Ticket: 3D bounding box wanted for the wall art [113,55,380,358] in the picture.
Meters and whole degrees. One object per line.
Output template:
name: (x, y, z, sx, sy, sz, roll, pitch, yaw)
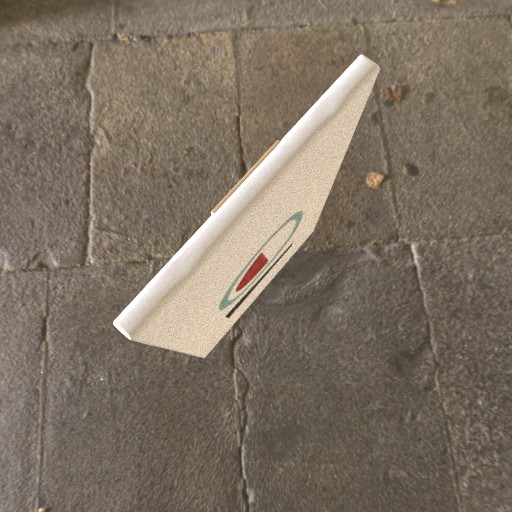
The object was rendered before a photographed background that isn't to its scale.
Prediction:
wall art: (0.000, 0.000, 1.132, 0.048, 0.902, 0.602, 39, 79, 9)
